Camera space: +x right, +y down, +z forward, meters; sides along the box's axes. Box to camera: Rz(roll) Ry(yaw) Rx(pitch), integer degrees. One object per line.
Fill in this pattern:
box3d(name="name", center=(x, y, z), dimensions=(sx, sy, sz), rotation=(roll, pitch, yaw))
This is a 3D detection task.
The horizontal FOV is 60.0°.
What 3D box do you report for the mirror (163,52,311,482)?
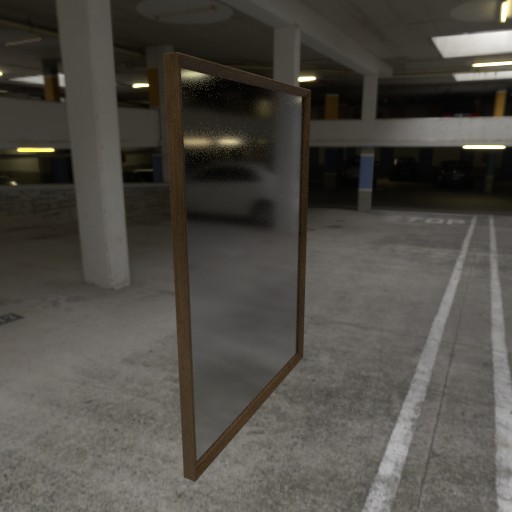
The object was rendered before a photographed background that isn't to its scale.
box3d(name="mirror", center=(0.000, 0.000, 1.345), dimensions=(0.041, 1.016, 0.762), rotation=(7, 16, 26))
